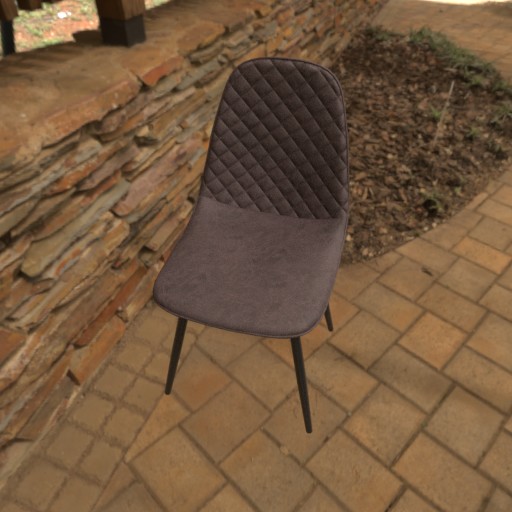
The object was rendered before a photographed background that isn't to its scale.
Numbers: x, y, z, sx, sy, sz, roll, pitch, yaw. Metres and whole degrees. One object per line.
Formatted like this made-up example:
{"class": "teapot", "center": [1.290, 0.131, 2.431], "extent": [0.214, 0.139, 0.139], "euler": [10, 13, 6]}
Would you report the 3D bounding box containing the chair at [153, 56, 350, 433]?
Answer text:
{"class": "chair", "center": [0.000, 0.000, 1.222], "extent": [0.472, 0.889, 0.561], "euler": [11, 42, 12]}
